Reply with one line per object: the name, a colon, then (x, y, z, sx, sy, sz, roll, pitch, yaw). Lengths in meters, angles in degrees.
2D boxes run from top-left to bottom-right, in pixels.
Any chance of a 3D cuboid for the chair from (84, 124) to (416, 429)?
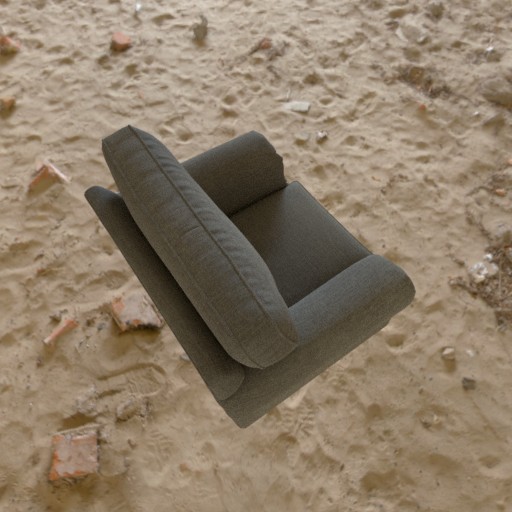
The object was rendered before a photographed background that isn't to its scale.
chair: (0.000, 0.000, 1.859, 0.965, 0.961, 1.092, -30, 61, -19)
